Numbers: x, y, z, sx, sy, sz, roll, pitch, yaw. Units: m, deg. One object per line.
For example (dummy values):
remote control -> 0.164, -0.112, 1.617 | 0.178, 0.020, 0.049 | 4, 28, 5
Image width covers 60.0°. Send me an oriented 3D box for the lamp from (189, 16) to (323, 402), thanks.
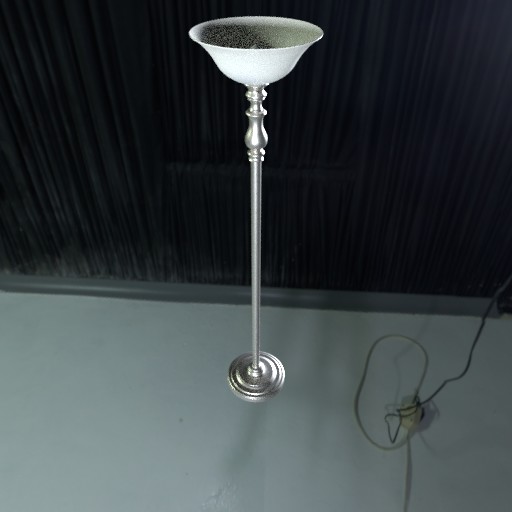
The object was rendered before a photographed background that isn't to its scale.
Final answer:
lamp -> 0.000, 0.000, 1.909 | 0.405, 1.771, 0.405 | 0, 39, 0
